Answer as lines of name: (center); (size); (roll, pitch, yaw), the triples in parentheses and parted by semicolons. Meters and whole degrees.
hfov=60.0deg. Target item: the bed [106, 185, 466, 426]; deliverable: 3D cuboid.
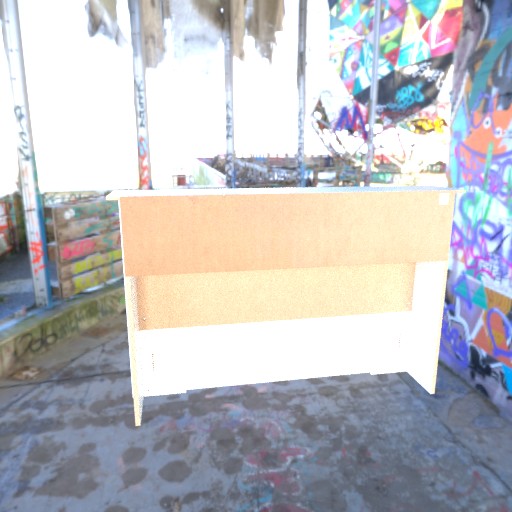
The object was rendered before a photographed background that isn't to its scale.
bed: (0.000, 0.000, 3.144); (1.671, 1.092, 2.133); (-3, 14, -10)
